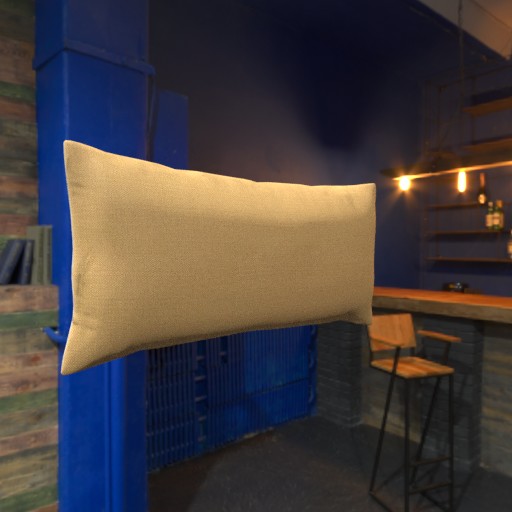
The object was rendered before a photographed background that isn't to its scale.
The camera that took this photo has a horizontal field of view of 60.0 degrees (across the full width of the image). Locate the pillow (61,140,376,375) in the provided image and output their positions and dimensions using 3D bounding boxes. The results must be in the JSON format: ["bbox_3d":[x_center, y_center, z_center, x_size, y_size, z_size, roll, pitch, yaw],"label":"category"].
[{"bbox_3d":[0.000,0.000,0.732,0.608,0.291,0.151,-1,1,-37],"label":"pillow"}]
